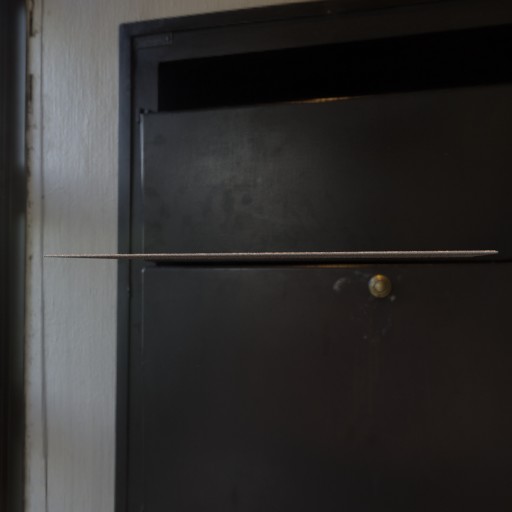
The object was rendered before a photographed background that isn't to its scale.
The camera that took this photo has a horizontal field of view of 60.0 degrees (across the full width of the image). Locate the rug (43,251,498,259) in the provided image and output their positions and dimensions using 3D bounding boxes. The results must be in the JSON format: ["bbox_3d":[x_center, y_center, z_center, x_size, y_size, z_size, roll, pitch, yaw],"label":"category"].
[{"bbox_3d":[0.000,0.000,2.378,2.196,0.011,0.662,0,-2,17],"label":"rug"}]
